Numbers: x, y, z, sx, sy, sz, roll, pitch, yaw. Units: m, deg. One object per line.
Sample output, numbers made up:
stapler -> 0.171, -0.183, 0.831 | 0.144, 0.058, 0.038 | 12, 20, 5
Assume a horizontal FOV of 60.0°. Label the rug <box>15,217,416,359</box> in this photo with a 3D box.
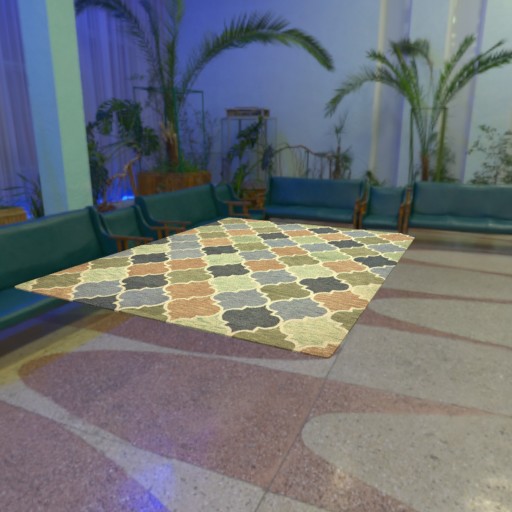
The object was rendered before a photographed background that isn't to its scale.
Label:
rug -> 0.000, 0.000, 4.143 | 2.439, 0.013, 3.200 | 8, 17, 26
